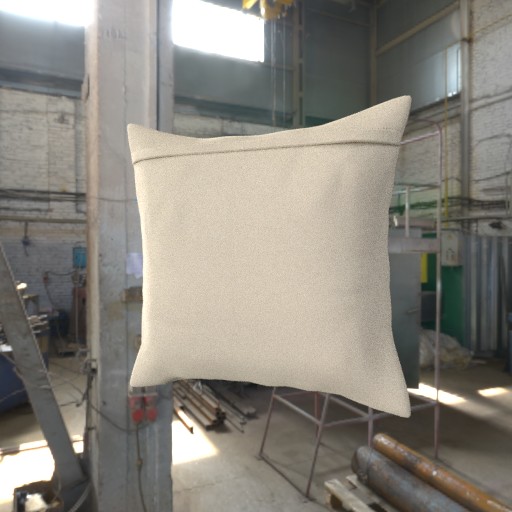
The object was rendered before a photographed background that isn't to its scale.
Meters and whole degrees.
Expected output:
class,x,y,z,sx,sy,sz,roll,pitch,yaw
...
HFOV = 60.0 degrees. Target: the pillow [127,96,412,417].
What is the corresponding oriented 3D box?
class,x,y,z,sx,sy,sz,roll,pitch,yaw
pillow,0.000,0.000,0.702,0.463,0.454,0.160,0,0,18
